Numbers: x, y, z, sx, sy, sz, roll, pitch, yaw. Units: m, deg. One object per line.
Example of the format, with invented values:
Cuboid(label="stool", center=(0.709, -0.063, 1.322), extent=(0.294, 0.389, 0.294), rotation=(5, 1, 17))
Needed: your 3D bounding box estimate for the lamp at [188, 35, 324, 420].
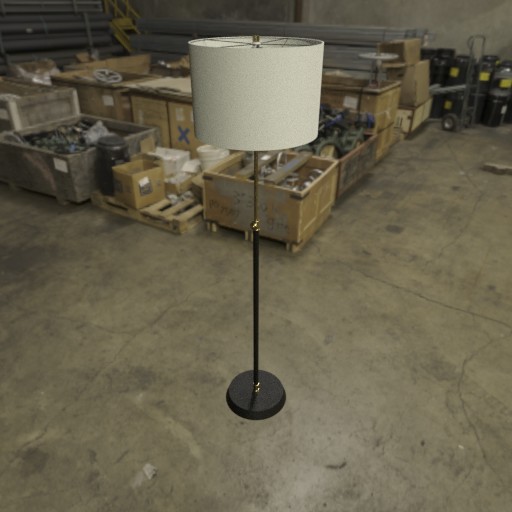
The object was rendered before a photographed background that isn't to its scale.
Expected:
Cuboid(label="lamp", center=(0.000, 0.000, 1.701), extent=(0.404, 1.517, 0.404), rotation=(18, 35, 28))
